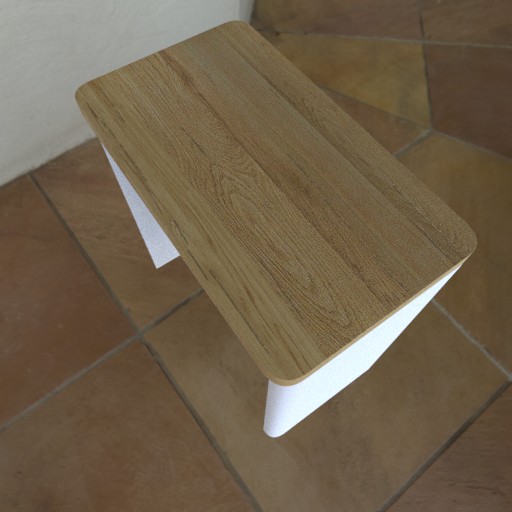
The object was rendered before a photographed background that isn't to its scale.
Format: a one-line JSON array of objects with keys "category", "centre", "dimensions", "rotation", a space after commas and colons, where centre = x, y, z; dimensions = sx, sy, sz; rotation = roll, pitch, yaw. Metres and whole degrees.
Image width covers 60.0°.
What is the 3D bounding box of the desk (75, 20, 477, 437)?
[{"category": "desk", "centre": [0.000, 0.000, 1.197], "dimensions": [0.440, 0.790, 0.760], "rotation": [-32, 66, -16]}]
